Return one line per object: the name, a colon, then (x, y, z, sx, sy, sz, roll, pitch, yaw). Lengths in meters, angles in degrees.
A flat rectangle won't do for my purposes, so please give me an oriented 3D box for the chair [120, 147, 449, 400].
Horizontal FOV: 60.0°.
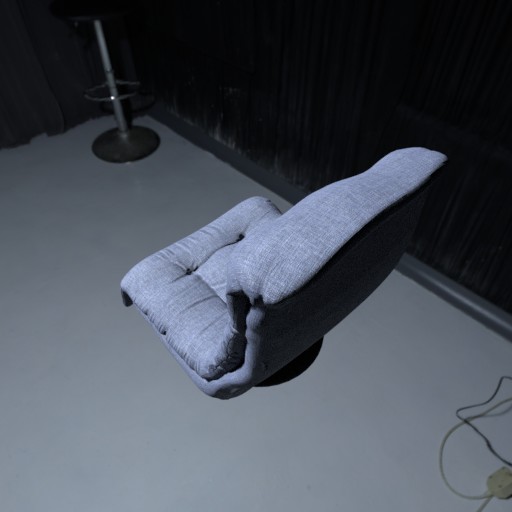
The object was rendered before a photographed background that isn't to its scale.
chair: (0.000, 0.000, 1.208, 0.597, 0.749, 0.668, -34, 56, -27)
